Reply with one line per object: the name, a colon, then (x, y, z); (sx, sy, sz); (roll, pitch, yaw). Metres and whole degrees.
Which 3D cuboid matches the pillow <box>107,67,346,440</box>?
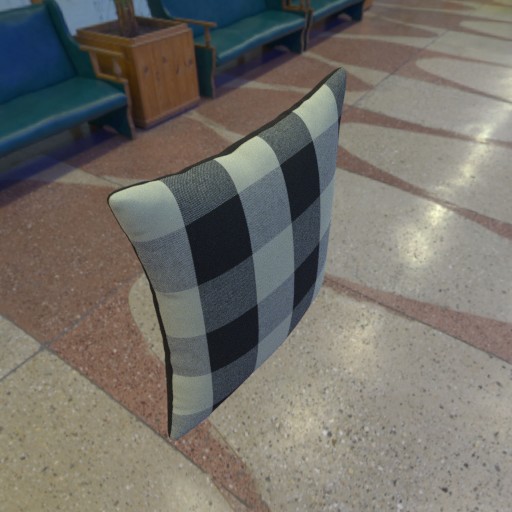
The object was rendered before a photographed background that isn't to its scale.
pillow: (0.000, 0.000, 0.773); (0.161, 0.509, 0.511); (26, 47, 27)
